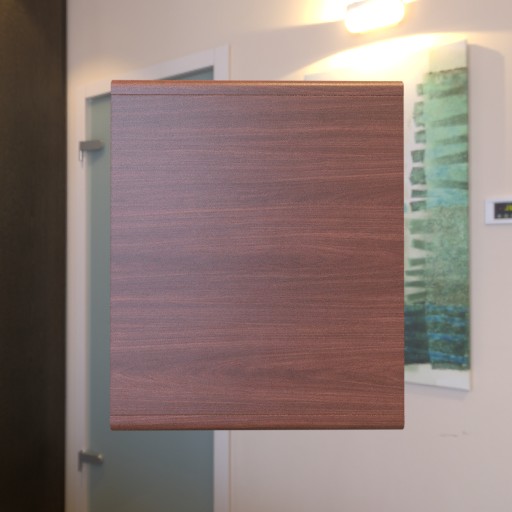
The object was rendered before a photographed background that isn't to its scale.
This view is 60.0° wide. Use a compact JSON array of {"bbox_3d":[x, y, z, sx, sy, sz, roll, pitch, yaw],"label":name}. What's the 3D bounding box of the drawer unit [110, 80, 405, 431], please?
[{"bbox_3d":[0.000,0.000,0.612,0.290,0.351,0.349,0,0,-1],"label":"drawer unit"}]
